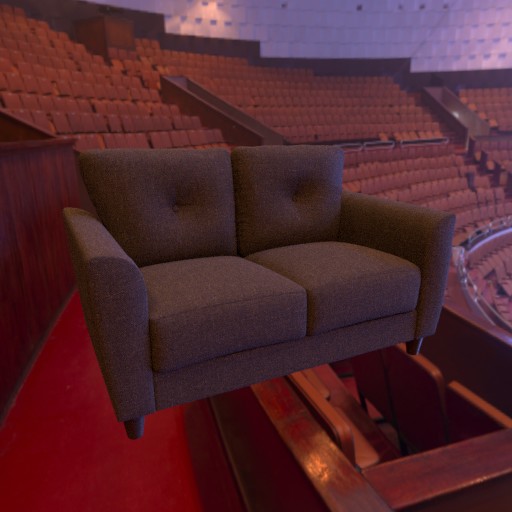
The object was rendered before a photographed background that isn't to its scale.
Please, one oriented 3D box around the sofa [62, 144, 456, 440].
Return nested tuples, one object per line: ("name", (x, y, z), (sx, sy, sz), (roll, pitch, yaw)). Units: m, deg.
("sofa", (0.000, 0.000, 1.873), (1.423, 0.885, 0.851), (-8, 18, -26))
